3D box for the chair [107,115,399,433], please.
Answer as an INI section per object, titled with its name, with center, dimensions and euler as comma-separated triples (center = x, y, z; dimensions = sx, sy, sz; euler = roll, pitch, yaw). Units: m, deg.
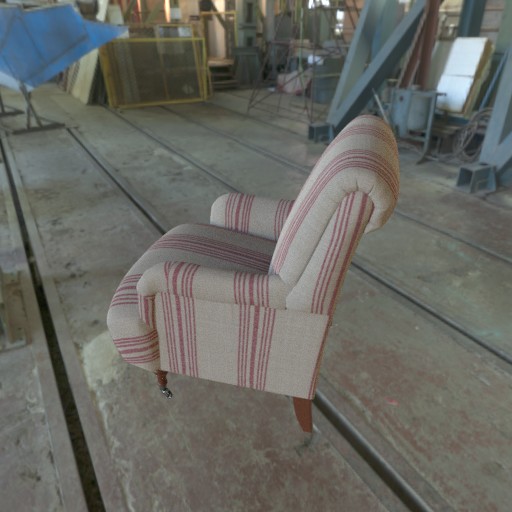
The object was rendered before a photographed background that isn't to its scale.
[chair]
center = 0.000, 0.000, 1.917
dimensions = 1.058, 1.123, 0.933
euler = 7, 29, 13
